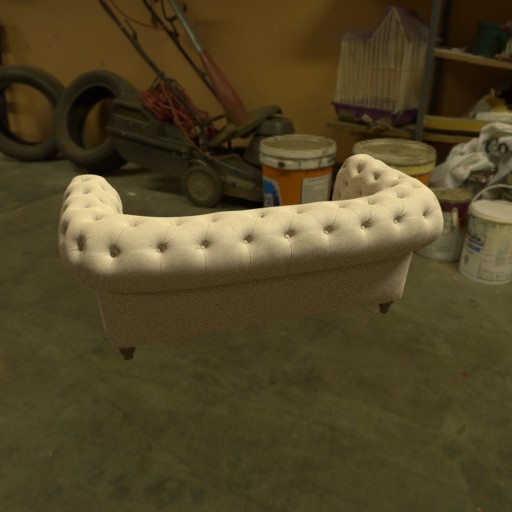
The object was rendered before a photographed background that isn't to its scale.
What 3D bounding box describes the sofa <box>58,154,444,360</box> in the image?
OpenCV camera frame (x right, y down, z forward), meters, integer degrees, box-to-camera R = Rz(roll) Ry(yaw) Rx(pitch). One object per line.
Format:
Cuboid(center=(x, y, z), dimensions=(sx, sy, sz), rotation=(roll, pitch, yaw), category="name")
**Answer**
Cuboid(center=(0.000, 0.000, 2.490), dimensions=(1.988, 0.835, 1.069), rotation=(-8, 27, -15), category="sofa")
